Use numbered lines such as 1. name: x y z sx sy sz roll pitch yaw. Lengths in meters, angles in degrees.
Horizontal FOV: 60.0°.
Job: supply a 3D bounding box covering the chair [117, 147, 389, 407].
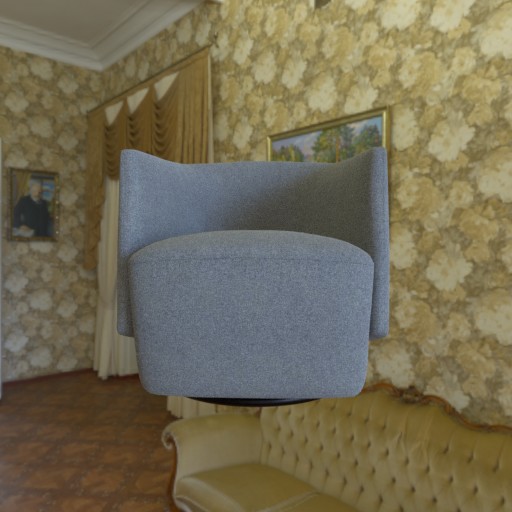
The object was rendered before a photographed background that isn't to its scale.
1. chair: 0.000 0.000 1.594 0.822 0.861 0.986 0 1 2
